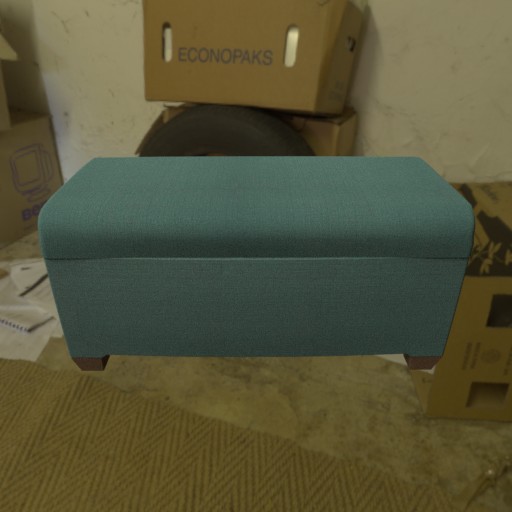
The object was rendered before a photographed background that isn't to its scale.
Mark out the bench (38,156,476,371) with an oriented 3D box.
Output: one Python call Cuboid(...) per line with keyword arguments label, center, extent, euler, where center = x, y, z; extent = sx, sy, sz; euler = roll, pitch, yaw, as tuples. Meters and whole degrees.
Cuboid(label="bench", center=(0.000, 0.000, 1.244), extent=(0.995, 0.474, 0.476), euler=(0, 29, 0))
